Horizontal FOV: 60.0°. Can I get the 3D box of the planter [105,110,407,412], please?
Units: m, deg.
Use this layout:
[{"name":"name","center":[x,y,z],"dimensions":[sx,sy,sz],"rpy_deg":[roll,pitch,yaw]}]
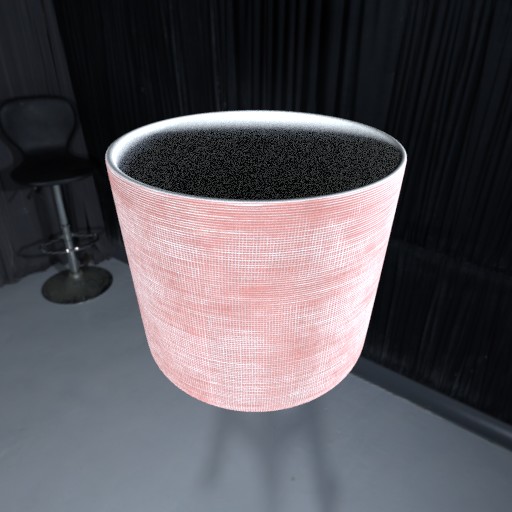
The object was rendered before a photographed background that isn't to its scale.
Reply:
[{"name":"planter","center":[0.000,0.000,0.774],"dimensions":[0.440,0.398,0.440],"rpy_deg":[0,31,0]}]
